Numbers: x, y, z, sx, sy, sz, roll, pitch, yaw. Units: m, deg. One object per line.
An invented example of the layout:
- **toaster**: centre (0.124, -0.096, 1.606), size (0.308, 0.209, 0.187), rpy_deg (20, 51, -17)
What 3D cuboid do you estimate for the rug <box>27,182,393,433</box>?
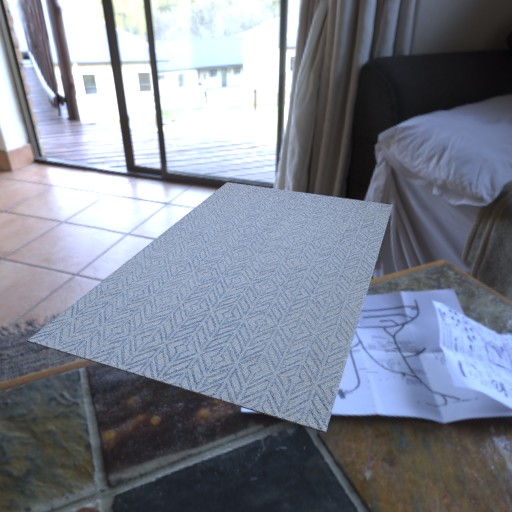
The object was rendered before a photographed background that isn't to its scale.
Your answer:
- **rug**: centre (0.000, 0.000, 2.976), size (1.526, 0.008, 2.441), rpy_deg (11, 31, 18)
